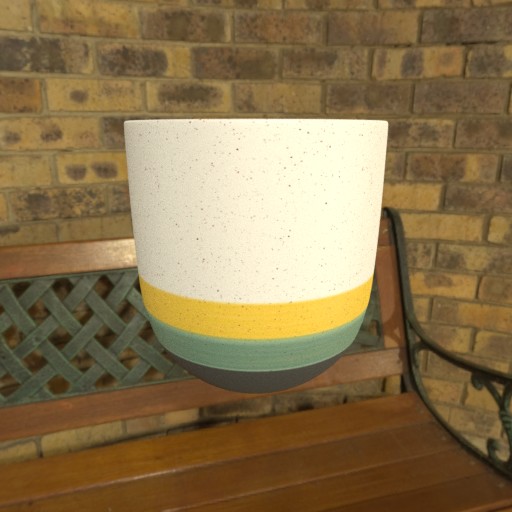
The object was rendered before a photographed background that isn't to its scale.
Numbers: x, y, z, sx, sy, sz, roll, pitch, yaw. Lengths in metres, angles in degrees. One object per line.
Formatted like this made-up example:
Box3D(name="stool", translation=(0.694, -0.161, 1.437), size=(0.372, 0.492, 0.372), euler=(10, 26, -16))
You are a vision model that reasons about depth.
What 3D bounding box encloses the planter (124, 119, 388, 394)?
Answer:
Box3D(name="planter", translation=(0.000, 0.000, 0.369), size=(0.195, 0.214, 0.195), euler=(0, 16, 0))
